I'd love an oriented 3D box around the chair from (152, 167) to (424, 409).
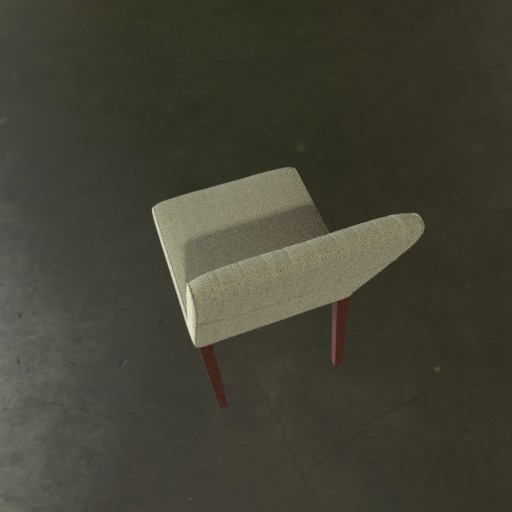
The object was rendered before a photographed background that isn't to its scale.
[{"bbox_3d":[0.000,0.000,1.234,0.480,0.900,0.594,-17,61,-10],"label":"chair"}]
